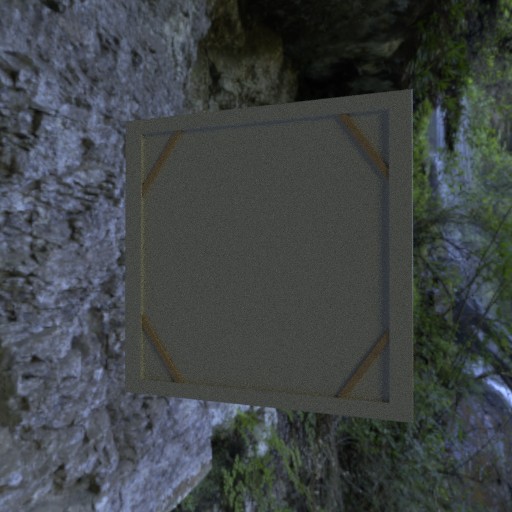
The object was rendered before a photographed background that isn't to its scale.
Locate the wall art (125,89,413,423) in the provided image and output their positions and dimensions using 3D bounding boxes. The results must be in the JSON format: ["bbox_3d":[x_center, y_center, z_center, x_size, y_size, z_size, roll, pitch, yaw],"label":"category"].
[{"bbox_3d":[0.000,0.000,1.640,1.092,1.091,0.051,0,-1,18],"label":"wall art"}]
